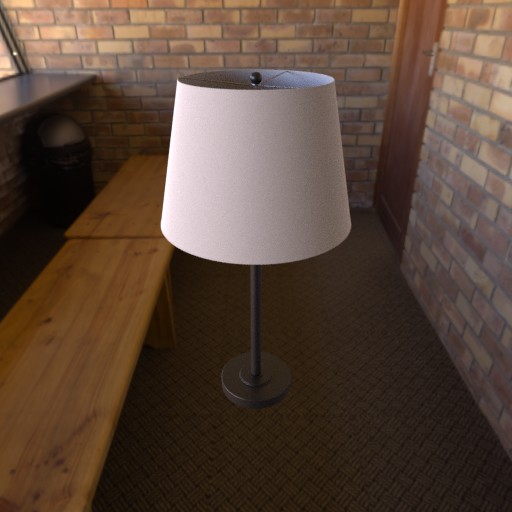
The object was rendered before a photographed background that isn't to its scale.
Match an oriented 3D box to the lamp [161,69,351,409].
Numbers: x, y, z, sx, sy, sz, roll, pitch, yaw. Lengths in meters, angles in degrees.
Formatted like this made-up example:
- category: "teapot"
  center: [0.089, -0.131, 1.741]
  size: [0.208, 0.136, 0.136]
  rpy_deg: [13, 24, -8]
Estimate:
- category: "lamp"
  center: [0.000, 0.000, 0.901]
  size: [0.363, 0.696, 0.363]
  rpy_deg: [0, 29, 0]
